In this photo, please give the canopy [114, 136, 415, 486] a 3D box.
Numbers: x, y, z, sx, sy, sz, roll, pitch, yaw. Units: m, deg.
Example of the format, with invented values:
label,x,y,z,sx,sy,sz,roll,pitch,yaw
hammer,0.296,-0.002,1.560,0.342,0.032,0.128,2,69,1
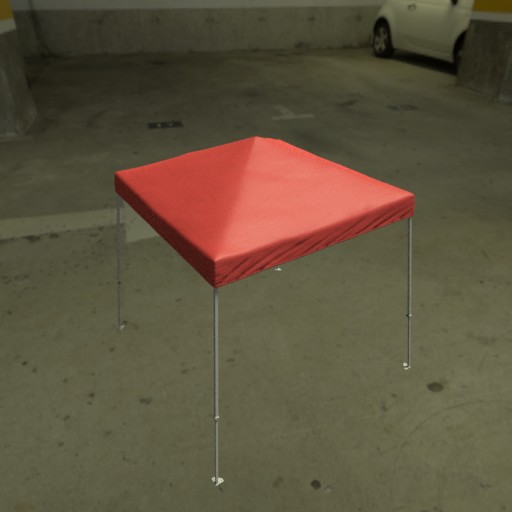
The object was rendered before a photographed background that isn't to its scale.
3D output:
label,x,y,z,sx,sy,sz,roll,pitch,yaw
canopy,0.000,0.000,5.270,2.849,2.849,2.848,-19,36,-29
